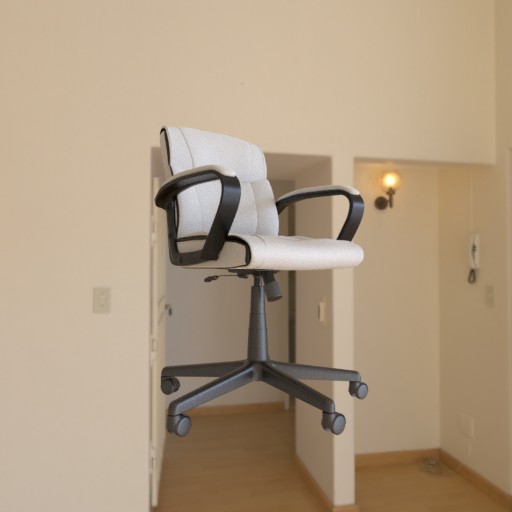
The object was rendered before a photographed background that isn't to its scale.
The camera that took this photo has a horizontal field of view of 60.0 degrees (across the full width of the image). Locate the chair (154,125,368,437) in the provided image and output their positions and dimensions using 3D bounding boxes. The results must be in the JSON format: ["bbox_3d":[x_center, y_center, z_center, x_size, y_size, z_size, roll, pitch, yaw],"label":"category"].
[{"bbox_3d":[0.000,0.000,1.508,0.739,1.004,0.717,1,-2,-36],"label":"chair"}]
